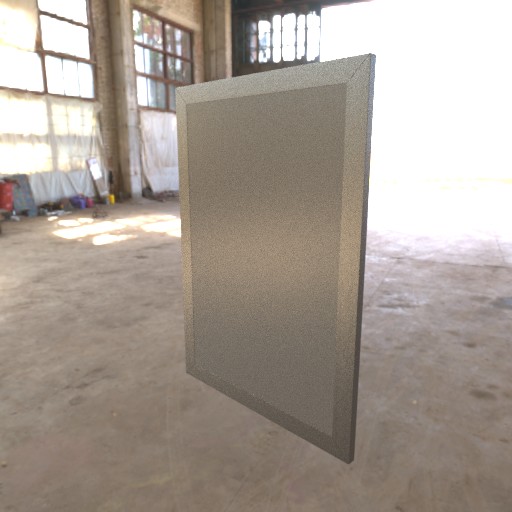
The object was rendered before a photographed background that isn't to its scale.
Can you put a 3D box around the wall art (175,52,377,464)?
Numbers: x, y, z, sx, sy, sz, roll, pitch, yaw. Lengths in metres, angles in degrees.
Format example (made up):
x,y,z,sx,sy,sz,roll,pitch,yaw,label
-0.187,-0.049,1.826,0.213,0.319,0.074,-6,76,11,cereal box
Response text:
x,y,z,sx,sy,sz,roll,pitch,yaw,label
0.000,0.000,0.688,0.013,0.529,0.376,-12,18,-44,wall art
